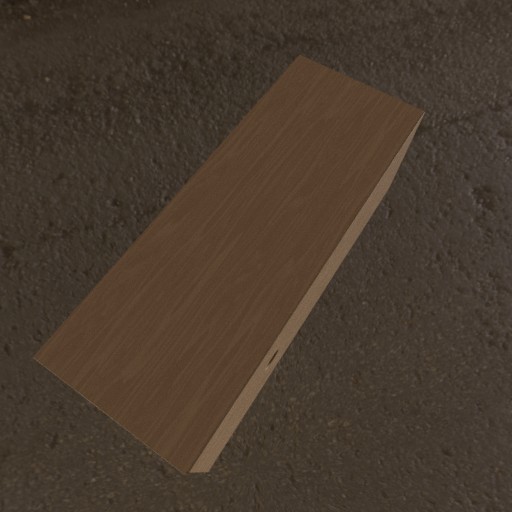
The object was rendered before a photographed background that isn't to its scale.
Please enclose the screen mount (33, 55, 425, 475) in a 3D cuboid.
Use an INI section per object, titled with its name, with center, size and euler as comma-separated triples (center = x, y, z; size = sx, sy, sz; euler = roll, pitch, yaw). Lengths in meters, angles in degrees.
[screen mount]
center = 0.000, 0.000, 1.271
size = 0.406, 0.432, 1.084
euler = 31, 68, 14
